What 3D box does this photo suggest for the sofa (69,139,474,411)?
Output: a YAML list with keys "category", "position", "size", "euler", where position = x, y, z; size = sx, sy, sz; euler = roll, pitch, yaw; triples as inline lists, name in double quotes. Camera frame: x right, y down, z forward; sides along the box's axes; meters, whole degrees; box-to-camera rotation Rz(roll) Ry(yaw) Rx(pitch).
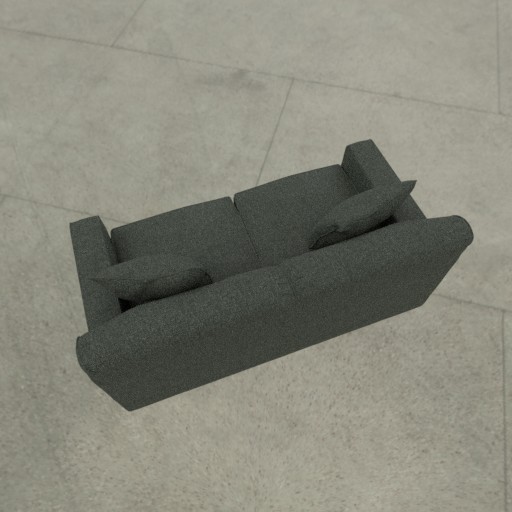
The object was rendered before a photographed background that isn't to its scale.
- category: "sofa"
  position: [0.000, 0.000, 2.476]
  size: [1.846, 0.958, 0.998]
  euler: [-18, 61, -10]
